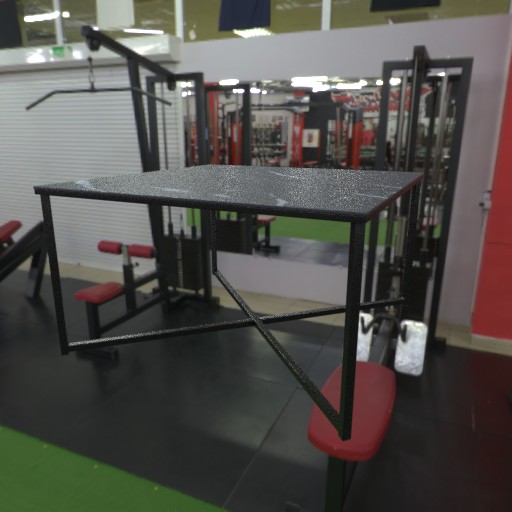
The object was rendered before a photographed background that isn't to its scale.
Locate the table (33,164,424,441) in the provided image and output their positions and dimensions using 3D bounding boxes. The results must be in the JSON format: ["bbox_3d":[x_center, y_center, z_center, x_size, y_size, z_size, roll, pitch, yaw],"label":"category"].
[{"bbox_3d":[0.000,0.000,1.299,0.800,0.450,0.800,8,17,25],"label":"table"}]
